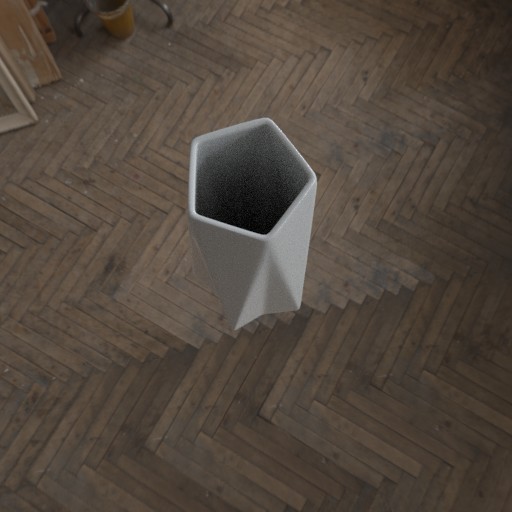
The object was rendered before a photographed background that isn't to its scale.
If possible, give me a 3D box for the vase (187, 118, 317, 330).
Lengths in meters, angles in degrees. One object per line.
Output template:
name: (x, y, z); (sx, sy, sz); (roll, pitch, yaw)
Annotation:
vase: (0.000, 0.000, 0.384); (0.116, 0.329, 0.122); (36, 80, 8)
